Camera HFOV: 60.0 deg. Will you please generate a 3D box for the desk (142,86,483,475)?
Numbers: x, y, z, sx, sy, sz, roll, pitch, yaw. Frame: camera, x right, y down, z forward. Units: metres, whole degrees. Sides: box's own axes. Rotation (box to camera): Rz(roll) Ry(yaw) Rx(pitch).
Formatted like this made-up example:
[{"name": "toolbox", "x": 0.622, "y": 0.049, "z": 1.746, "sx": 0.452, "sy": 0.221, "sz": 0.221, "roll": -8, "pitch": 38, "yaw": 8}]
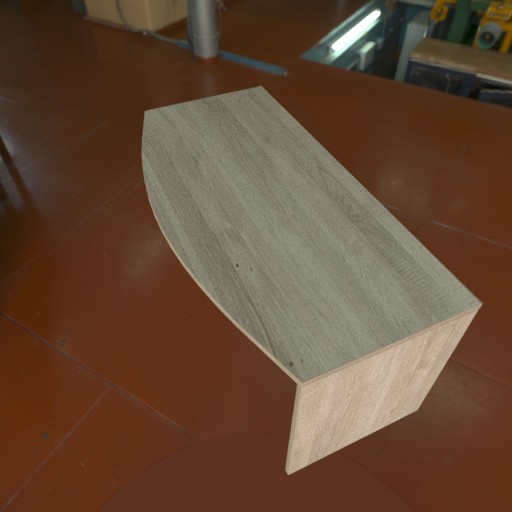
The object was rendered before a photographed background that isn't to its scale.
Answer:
[{"name": "desk", "x": 0.000, "y": 0.000, "z": 2.024, "sx": 0.802, "sy": 0.752, "sz": 1.600, "roll": -19, "pitch": 49, "yaw": -17}]
